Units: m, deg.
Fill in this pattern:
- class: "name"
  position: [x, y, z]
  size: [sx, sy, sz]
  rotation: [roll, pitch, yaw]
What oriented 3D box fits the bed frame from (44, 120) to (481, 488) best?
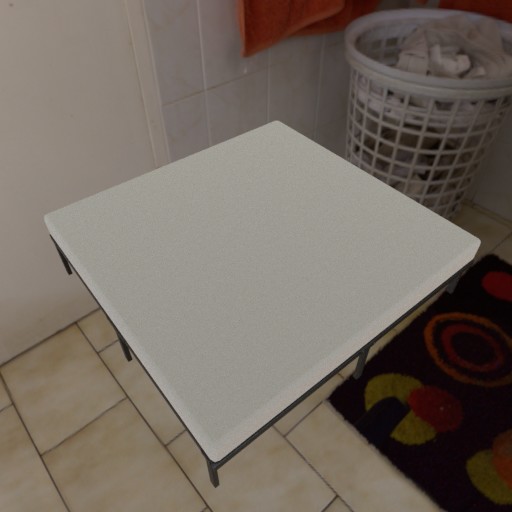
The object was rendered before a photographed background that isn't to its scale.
- class: "bed frame"
  position: [0.000, 0.000, 3.851]
  size: [2.635, 0.680, 2.526]
  rotation: [-30, 52, -26]
